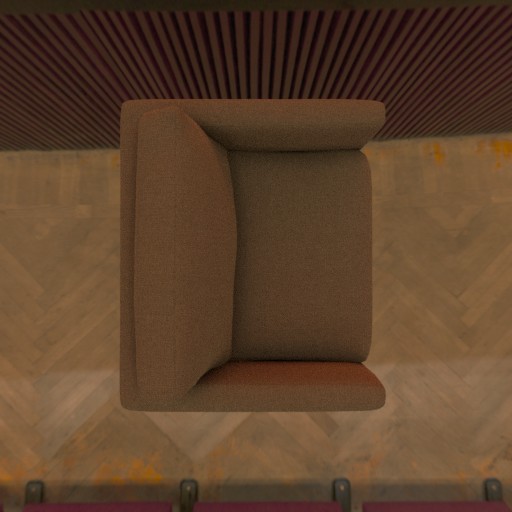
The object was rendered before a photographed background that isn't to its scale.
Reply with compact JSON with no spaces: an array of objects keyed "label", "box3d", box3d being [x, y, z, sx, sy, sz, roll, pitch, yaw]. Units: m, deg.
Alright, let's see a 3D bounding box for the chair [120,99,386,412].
[{"label":"chair","box3d":[0.000,0.000,1.801,0.959,0.963,1.107,0,89,0]}]
